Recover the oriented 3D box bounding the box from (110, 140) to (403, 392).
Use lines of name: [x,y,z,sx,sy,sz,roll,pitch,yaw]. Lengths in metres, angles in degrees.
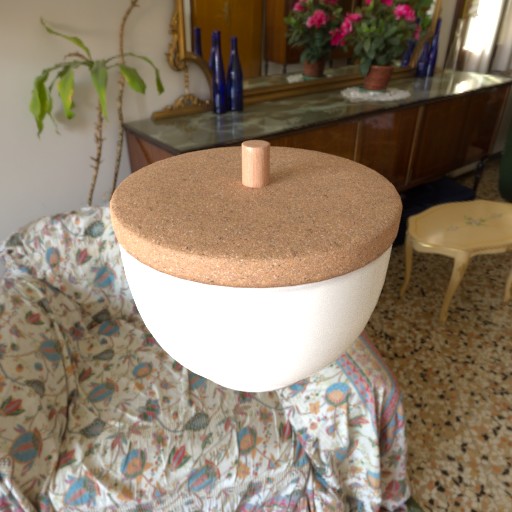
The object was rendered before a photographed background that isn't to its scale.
box: [0.000,0.000,0.183,0.107,0.094,0.107,0,31,0]
